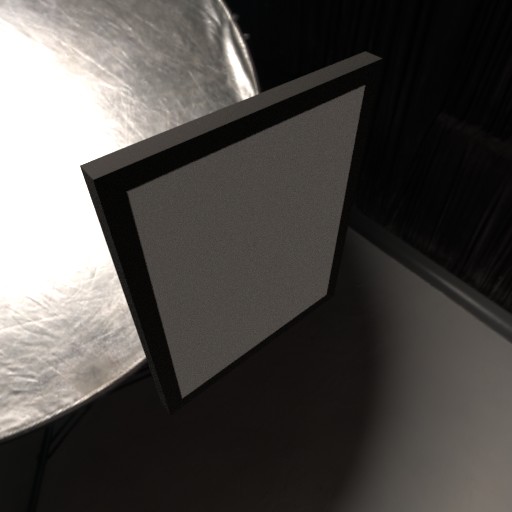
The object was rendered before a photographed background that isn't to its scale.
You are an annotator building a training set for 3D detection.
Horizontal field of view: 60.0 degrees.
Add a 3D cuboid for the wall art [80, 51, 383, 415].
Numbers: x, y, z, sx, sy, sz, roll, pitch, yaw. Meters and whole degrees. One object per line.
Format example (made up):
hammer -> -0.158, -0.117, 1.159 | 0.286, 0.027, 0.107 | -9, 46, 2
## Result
wall art -> 0.000, 0.000, 0.549 | 0.329, 0.404, 0.024 | -31, 54, -26
